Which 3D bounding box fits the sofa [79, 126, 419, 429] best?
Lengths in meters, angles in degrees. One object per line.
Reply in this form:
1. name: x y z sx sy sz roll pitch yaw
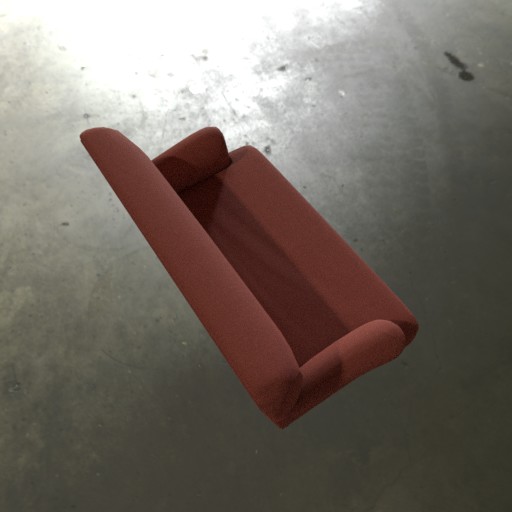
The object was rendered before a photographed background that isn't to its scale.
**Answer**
1. sofa: 0.000 0.000 1.821 0.779 0.889 1.297 -30 63 -17
